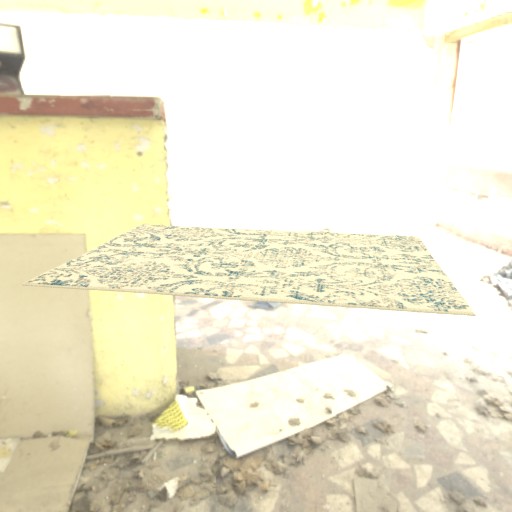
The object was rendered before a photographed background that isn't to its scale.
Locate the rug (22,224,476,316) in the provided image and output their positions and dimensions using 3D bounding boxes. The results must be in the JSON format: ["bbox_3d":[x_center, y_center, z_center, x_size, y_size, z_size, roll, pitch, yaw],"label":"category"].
[{"bbox_3d":[0.000,0.000,2.323,1.831,0.012,1.213,3,17,10],"label":"rug"}]
